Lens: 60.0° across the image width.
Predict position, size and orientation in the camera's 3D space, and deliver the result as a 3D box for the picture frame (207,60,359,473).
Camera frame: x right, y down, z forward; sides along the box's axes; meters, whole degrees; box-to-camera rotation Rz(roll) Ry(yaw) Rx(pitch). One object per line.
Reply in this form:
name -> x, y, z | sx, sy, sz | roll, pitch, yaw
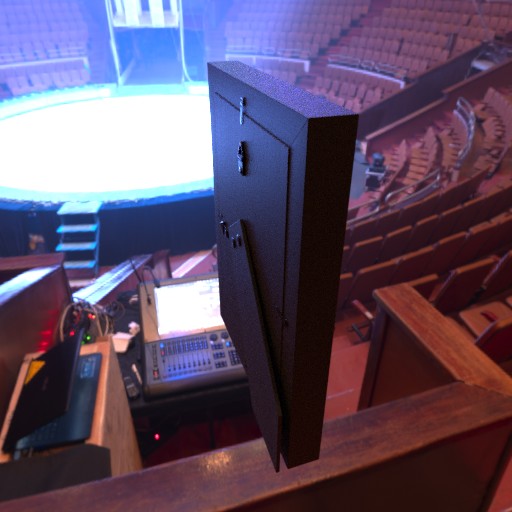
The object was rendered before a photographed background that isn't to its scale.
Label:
picture frame -> 0.000, 0.000, 0.279 | 0.028, 0.208, 0.157 | -10, 32, -16
